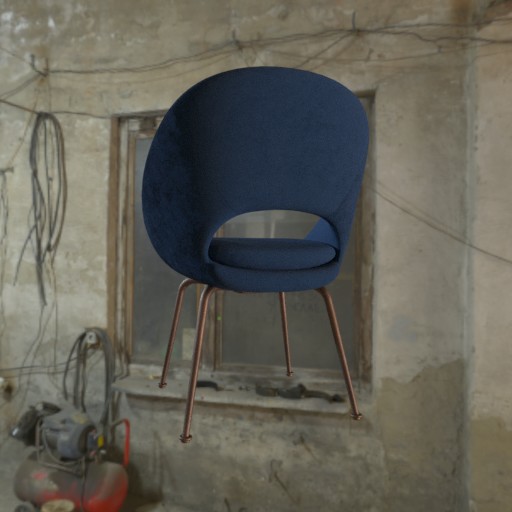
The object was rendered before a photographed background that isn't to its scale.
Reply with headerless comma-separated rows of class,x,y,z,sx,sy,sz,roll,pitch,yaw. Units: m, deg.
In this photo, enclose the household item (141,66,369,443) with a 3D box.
household item,0.000,0.000,1.257,0.623,0.852,0.573,0,0,-19
